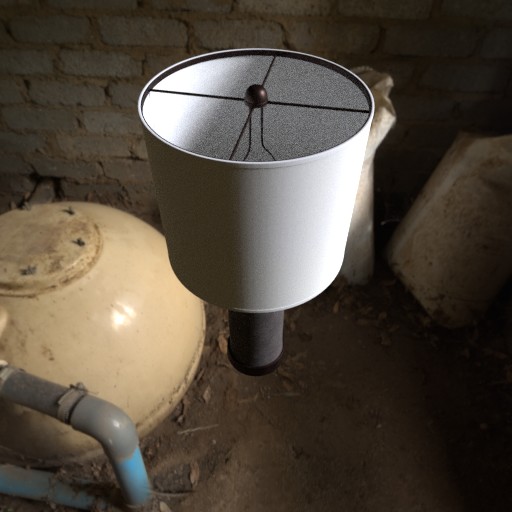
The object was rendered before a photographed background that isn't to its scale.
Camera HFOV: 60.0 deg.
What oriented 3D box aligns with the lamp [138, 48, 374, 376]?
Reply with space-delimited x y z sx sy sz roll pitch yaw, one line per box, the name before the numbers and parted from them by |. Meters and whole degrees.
lamp | 0.000 0.000 0.791 0.301 0.630 0.301 -25 52 -22
